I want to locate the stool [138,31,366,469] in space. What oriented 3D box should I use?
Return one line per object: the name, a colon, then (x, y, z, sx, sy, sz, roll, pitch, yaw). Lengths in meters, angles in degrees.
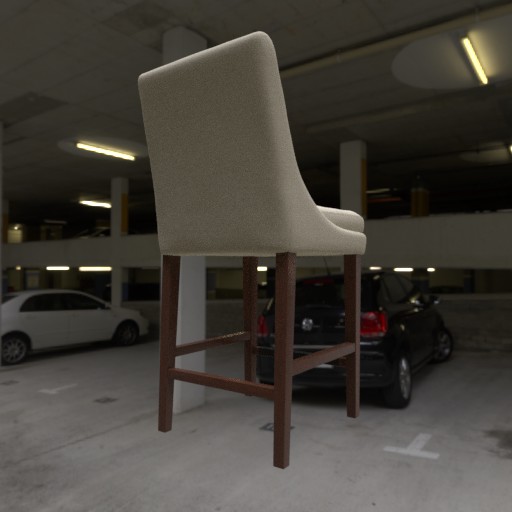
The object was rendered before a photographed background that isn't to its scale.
stool: (0.000, 0.000, 1.285, 0.470, 0.981, 0.577, -1, -2, 35)
